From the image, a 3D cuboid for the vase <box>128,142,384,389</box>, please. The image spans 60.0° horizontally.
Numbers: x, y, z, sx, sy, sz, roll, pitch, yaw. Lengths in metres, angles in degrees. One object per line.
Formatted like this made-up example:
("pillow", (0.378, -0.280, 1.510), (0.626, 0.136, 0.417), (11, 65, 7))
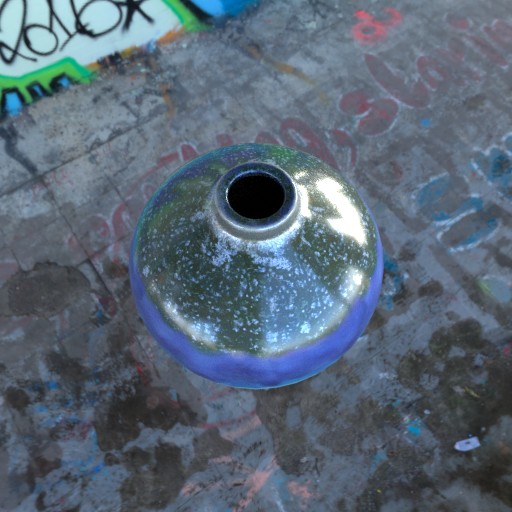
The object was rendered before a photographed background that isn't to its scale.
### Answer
("vase", (0.000, 0.000, 0.270), (0.154, 0.133, 0.154), (0, 63, 0))
